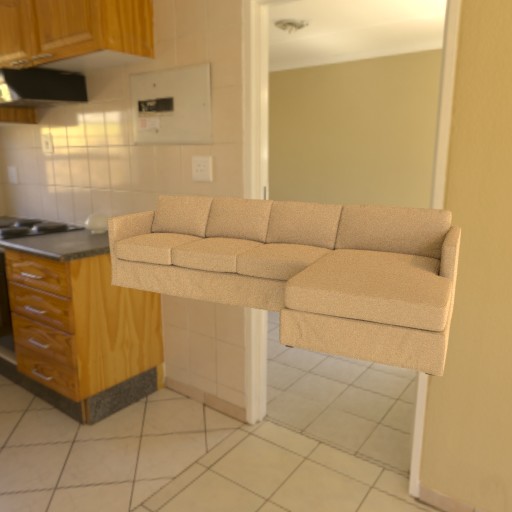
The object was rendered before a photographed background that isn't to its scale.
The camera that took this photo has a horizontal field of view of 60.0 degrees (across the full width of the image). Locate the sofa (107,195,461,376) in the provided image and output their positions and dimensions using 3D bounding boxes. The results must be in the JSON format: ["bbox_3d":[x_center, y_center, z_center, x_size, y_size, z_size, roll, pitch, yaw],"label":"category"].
[{"bbox_3d":[0.000,0.000,3.843,3.177,0.867,1.622,6,14,25],"label":"sofa"}]
